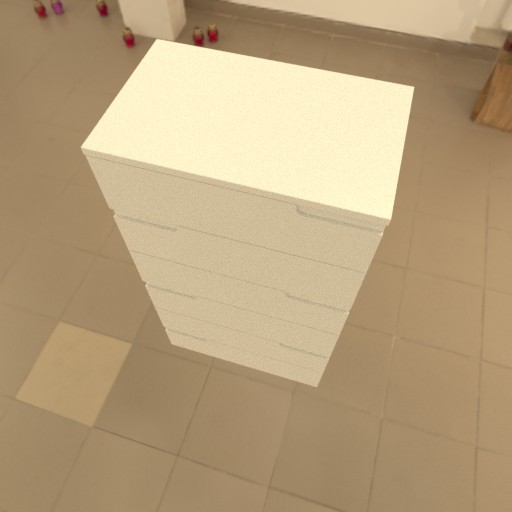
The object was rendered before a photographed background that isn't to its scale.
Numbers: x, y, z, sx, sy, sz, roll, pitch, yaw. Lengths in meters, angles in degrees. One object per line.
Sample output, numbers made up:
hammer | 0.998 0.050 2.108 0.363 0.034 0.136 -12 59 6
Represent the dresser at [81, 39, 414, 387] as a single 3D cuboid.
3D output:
dresser | 0.000 0.000 1.489 0.650 1.190 0.400 14 60 9
